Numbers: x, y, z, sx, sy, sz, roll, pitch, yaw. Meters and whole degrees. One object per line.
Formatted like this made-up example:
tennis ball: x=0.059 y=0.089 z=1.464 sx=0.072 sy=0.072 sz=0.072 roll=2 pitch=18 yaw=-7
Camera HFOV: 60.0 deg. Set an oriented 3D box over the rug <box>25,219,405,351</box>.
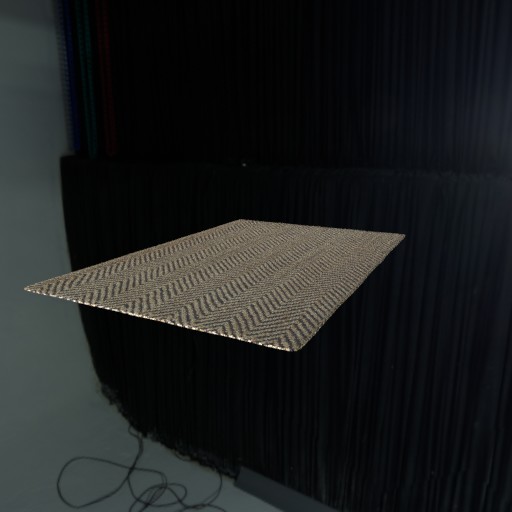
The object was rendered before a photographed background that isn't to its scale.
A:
rug: x=0.000 y=0.000 z=2.328 sx=1.219 sy=0.008 sz=1.828 roll=8 pitch=16 yaw=27
